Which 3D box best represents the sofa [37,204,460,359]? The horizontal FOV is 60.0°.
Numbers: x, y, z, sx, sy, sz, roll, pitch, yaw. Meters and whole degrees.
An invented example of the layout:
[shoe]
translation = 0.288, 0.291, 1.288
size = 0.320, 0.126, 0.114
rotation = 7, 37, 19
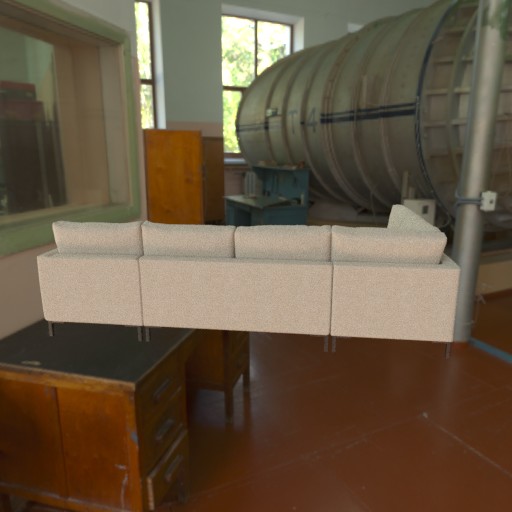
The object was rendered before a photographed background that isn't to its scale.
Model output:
[sofa]
translation = 0.000, 0.000, 3.986
size = 2.984, 0.862, 1.989
rotation = 2, 14, 7
